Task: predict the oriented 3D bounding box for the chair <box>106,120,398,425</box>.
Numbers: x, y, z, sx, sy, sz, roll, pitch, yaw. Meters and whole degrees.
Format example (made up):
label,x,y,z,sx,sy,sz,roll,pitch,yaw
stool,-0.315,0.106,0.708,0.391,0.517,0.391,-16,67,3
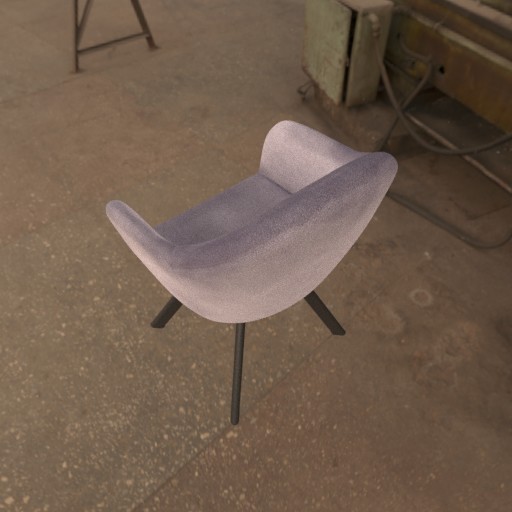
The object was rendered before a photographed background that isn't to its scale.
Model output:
label,x,y,z,sx,sy,sz,roll,pitch,yaw
chair,0.000,0.000,1.164,0.570,0.780,0.540,-32,55,-26
